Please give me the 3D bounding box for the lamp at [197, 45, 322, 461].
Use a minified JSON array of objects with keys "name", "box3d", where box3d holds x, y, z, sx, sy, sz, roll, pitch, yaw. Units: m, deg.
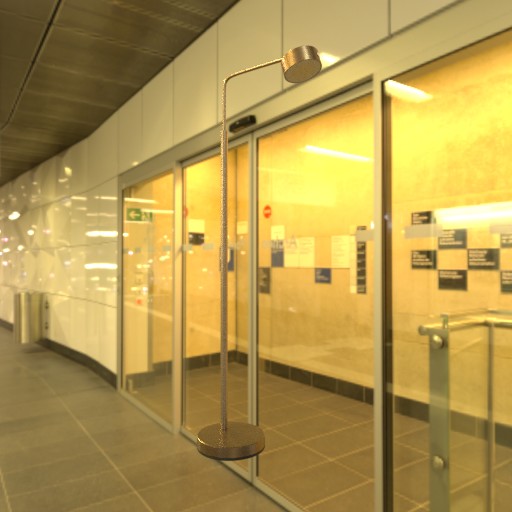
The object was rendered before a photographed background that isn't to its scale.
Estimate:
[{"name":"lamp","box3d":[0.000,0.000,1.389,0.418,1.230,0.219,-1,-1,36]}]
